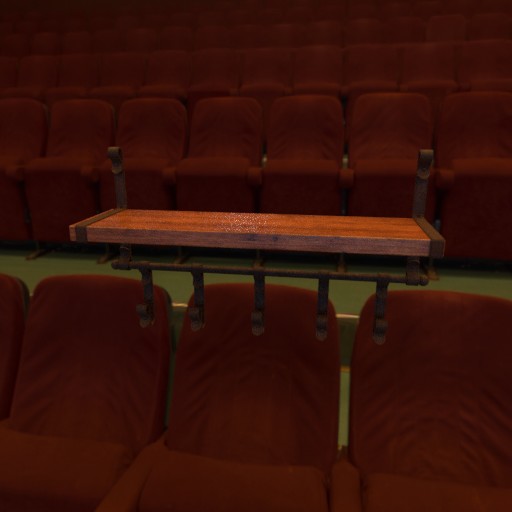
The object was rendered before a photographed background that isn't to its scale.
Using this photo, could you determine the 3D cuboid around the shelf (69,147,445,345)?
[{"bbox_3d":[0.000,0.000,0.712,0.567,0.330,0.146,3,17,9],"label":"shelf"}]
